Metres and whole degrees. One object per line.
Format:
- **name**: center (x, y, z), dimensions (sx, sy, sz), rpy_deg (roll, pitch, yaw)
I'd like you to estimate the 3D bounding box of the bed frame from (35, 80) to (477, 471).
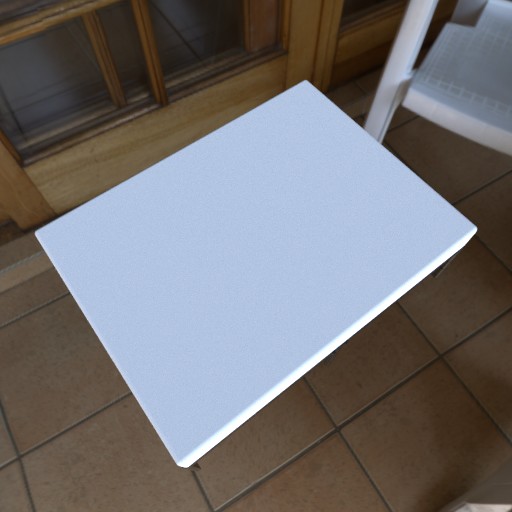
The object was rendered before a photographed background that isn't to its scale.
- **bed frame**: center (0.000, 0.000, 2.816), dimensions (2.072, 0.659, 1.557), rpy_deg (-34, 68, -16)
